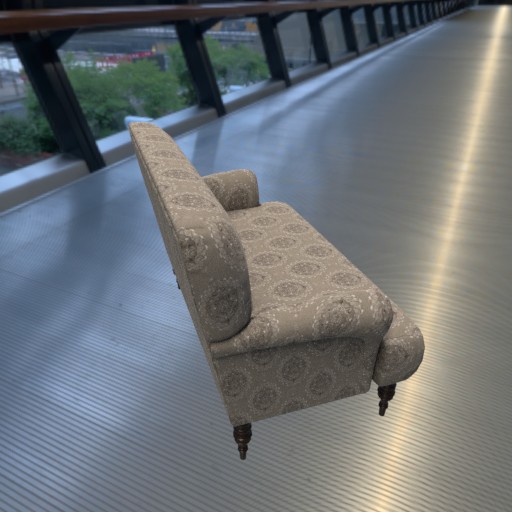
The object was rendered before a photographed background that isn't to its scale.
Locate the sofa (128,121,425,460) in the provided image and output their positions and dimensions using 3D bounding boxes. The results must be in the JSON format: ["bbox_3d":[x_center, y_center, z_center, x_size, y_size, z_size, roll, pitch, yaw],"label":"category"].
[{"bbox_3d":[0.000,0.000,1.776,0.779,0.889,1.297,-10,31,-17],"label":"sofa"}]
